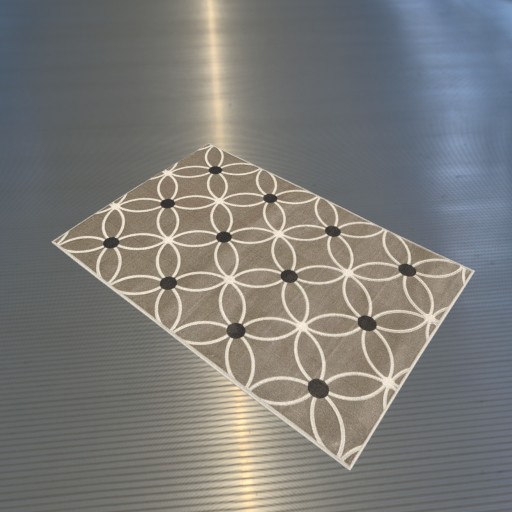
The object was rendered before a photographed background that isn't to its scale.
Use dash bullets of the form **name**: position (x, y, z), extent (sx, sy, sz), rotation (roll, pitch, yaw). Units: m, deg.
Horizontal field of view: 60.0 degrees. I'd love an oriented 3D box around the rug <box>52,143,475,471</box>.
- **rug**: position (0.000, 0.000, 2.850), extent (2.284, 0.008, 1.522), rotation (31, 54, 25)
